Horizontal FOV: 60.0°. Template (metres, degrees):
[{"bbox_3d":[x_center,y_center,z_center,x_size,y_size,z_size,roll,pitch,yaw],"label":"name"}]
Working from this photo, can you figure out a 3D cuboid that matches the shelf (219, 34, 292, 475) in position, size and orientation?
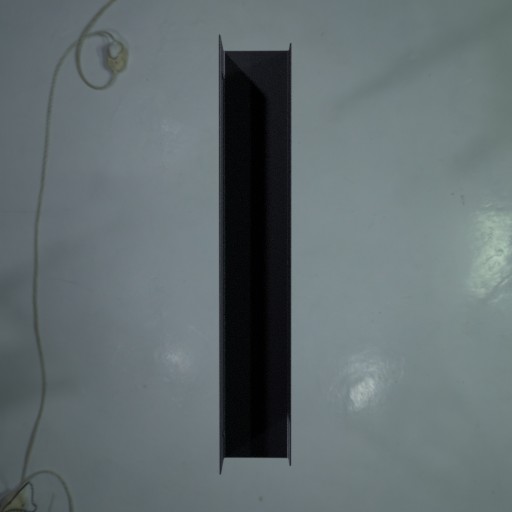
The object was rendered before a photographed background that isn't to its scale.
[{"bbox_3d":[0.000,0.000,0.634,0.102,0.053,0.605,0,91,1],"label":"shelf"}]
